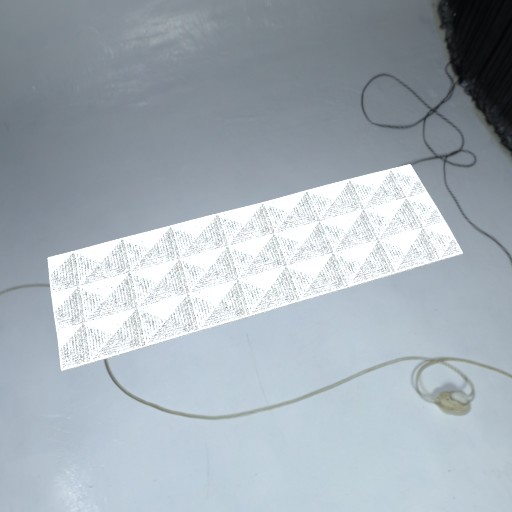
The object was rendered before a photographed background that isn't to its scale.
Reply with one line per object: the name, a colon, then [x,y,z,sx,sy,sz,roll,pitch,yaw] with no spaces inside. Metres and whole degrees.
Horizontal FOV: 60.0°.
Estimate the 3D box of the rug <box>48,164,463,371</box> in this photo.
rug: [0.000,0.000,2.422,2.182,0.015,0.645,-15,65,-7]
